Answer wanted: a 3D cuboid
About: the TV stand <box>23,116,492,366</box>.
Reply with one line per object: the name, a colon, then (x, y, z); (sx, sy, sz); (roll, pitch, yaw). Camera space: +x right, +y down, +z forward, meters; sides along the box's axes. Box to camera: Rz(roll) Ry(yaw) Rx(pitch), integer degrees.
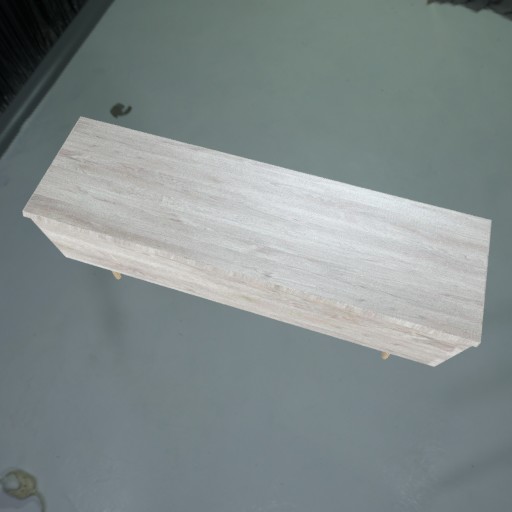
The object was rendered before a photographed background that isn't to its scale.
TV stand: (0.000, 0.000, 1.544); (1.313, 0.565, 0.401); (16, 66, 7)
